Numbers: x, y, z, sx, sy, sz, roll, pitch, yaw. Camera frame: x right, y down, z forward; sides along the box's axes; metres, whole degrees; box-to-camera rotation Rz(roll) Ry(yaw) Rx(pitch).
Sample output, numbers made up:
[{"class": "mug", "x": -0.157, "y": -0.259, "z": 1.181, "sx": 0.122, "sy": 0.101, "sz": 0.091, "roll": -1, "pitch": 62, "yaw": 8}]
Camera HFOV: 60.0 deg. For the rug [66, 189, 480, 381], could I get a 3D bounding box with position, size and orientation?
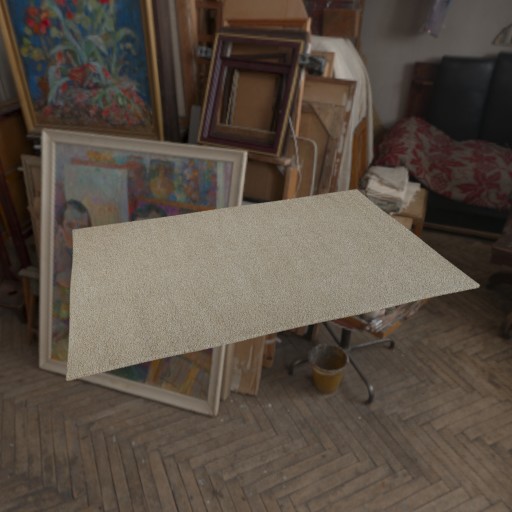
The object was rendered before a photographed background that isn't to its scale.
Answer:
[{"class": "rug", "x": 0.000, "y": 0.000, "z": 2.967, "sx": 2.346, "sy": 0.025, "sz": 1.500, "roll": -10, "pitch": 34, "yaw": -15}]
